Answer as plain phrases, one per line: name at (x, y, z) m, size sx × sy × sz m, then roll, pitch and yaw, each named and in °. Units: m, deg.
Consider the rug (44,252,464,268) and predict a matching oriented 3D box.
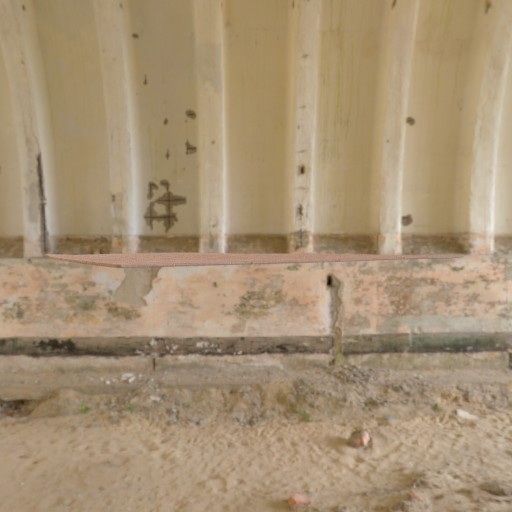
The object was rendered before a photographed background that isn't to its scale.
rug at (0.000, 0.000, 2.314) m, size 1.837 × 0.025 × 1.230 m, roll -1°, pitch 2°, yaw -35°
